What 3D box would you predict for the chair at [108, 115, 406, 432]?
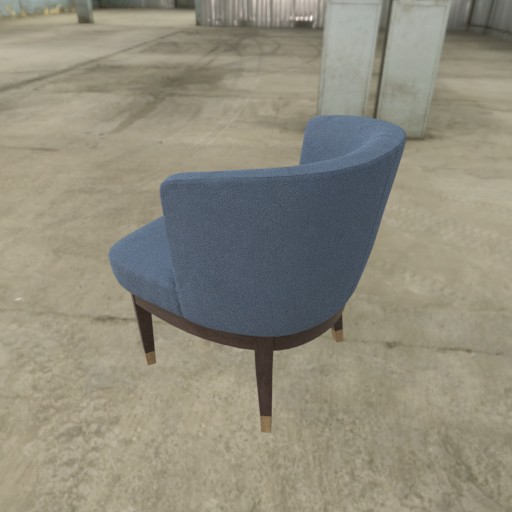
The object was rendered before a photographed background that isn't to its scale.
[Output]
[{"bbox_3d":[0.000,0.000,1.279,0.702,0.760,0.661,20,36,30],"label":"chair"}]
